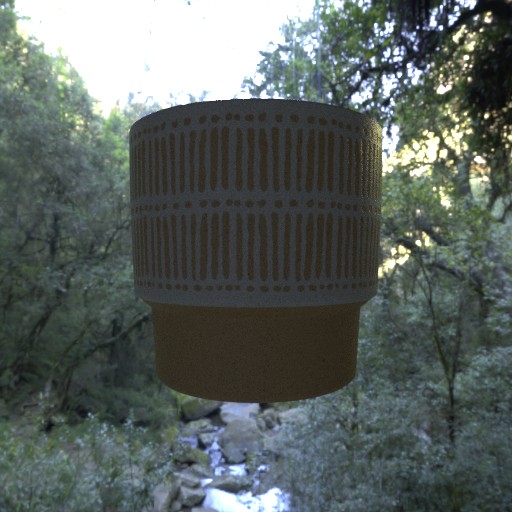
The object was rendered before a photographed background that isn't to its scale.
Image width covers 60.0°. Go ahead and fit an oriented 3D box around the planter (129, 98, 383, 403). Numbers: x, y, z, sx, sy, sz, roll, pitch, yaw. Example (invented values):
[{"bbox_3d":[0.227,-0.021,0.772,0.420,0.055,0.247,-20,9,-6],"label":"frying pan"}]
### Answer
[{"bbox_3d":[0.000,0.000,0.576,0.317,0.303,0.317,0,0,0],"label":"planter"}]
